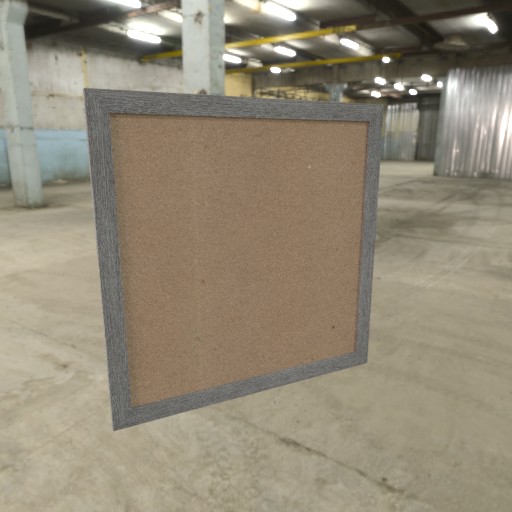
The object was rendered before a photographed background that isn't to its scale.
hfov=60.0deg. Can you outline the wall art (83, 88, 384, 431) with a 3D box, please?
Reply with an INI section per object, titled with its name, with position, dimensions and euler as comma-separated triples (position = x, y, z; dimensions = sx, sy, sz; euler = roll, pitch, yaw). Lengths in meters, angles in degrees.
[wall art]
position = 0.000, 0.000, 1.015
dimensions = 0.685, 0.685, 0.020
euler = -7, 15, -26
